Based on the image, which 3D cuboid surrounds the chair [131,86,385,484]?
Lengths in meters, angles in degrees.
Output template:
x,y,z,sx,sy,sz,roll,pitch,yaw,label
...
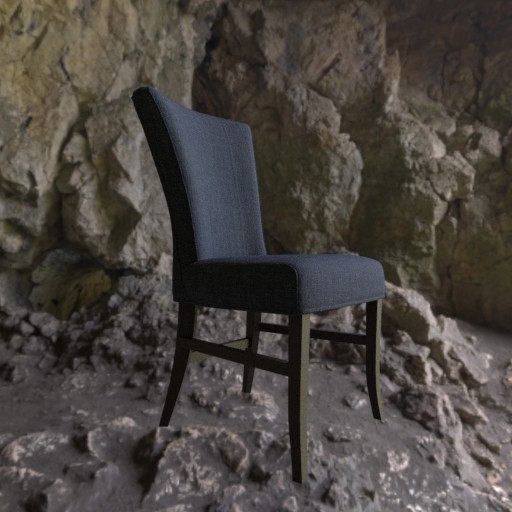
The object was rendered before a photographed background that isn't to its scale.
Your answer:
x,y,z,sx,sy,sz,roll,pitch,yaw,label
0.000,0.000,1.342,0.660,0.991,0.520,0,0,37,chair
